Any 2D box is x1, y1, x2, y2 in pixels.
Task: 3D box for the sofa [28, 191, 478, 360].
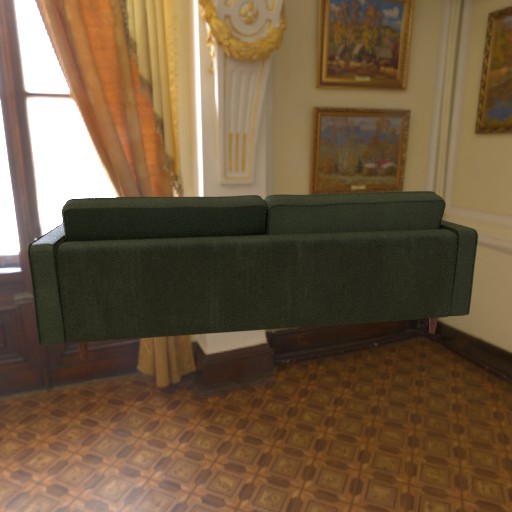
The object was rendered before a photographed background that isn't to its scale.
[{"bbox_3d":[0.000,0.000,2.584,2.199,0.769,0.918,-2,14,-9],"label":"sofa"}]
